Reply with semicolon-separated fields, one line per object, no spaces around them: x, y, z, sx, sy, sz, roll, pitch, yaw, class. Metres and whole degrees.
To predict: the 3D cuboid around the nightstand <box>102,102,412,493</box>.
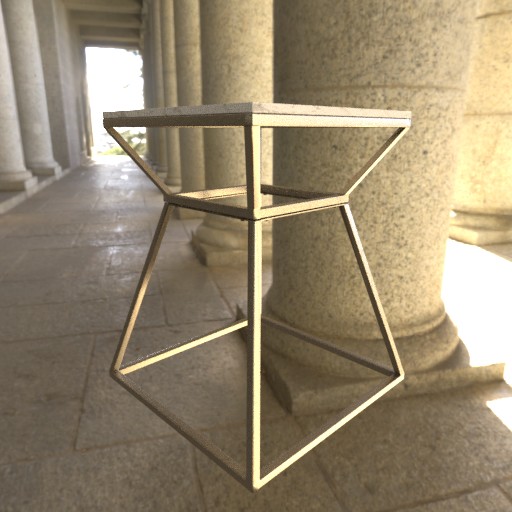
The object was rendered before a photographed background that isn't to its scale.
0.000;0.000;0.893;0.455;0.554;0.455;-15;22;-42;nightstand
